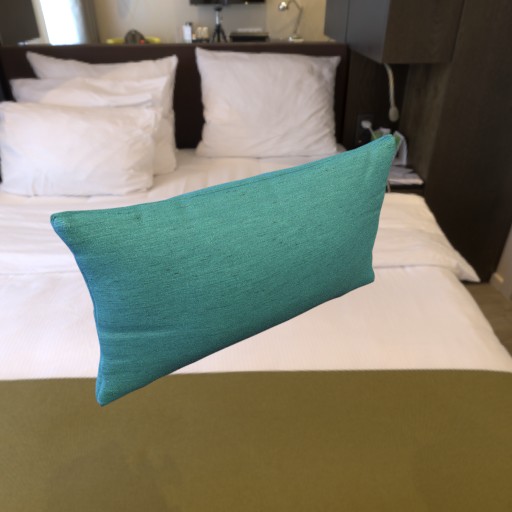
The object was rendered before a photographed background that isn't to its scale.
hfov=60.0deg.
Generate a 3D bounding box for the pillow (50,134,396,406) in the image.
[{"bbox_3d":[0.000,0.000,0.789,0.633,0.338,0.210,-20,36,-29],"label":"pillow"}]
